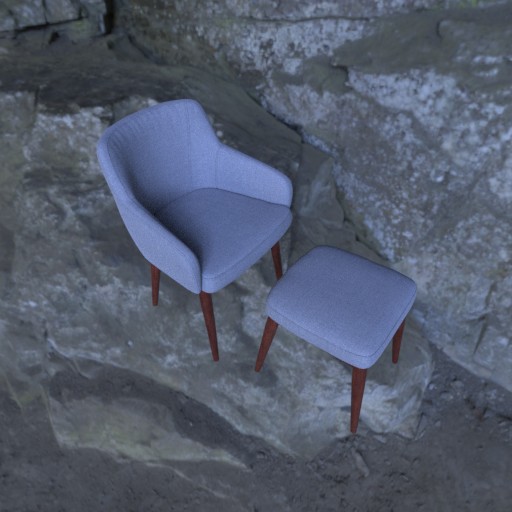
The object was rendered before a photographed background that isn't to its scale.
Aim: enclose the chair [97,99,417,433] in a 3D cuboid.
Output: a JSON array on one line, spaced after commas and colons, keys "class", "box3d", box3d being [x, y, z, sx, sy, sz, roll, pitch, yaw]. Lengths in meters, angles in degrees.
[{"class": "chair", "box3d": [0.000, 0.000, 1.603, 1.107, 0.799, 0.584, 26, 48, 26]}]
